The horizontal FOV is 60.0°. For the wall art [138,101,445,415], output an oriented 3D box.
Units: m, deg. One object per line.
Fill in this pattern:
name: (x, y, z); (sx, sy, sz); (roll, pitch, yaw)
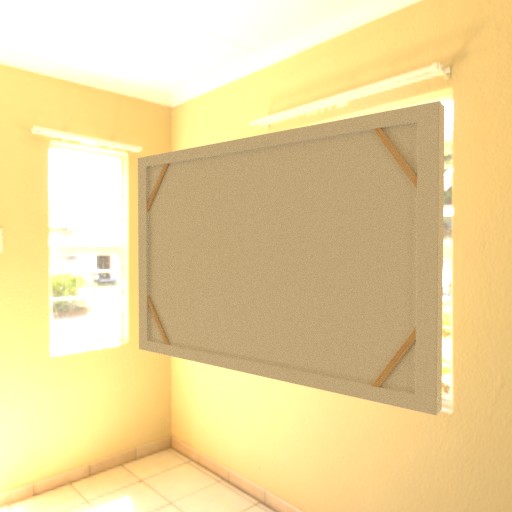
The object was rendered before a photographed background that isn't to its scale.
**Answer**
wall art: (0.000, 0.000, 1.150); (0.914, 0.609, 0.038); (1, 2, 37)
